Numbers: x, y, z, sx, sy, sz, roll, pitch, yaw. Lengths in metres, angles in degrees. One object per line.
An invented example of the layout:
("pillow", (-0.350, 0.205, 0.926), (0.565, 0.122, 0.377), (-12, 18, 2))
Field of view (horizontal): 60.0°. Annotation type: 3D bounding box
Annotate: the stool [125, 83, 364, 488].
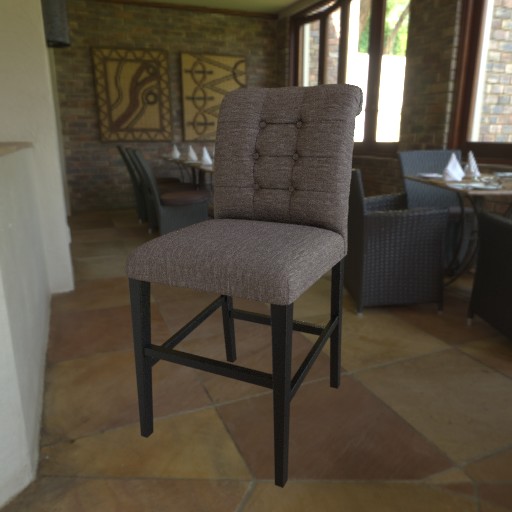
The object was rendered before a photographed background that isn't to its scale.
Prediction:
("stool", (0.000, 0.000, 1.291), (0.457, 0.970, 0.611), (7, 17, 25))
